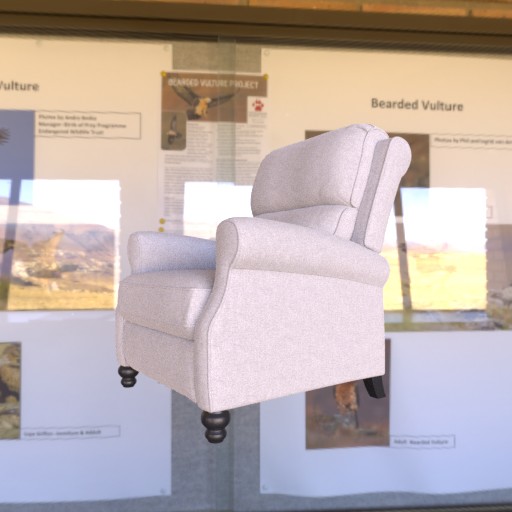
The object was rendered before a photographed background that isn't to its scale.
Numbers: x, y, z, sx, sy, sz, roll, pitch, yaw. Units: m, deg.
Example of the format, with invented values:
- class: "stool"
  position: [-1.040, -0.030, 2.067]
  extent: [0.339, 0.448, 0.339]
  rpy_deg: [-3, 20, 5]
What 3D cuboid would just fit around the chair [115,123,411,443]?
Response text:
- class: "chair"
  position: [0.000, 0.000, 1.745]
  extent: [0.919, 1.046, 0.859]
  rpy_deg: [1, -1, -36]
